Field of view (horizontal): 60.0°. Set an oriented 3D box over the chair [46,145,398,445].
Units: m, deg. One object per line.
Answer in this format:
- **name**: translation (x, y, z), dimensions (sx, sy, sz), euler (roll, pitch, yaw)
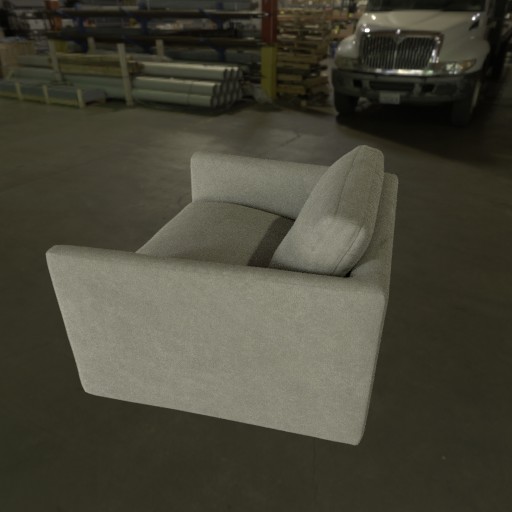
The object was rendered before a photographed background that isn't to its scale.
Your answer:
- **chair**: translation (0.000, 0.000, 1.877), dimensions (1.091, 0.845, 1.190), euler (9, 30, 15)
